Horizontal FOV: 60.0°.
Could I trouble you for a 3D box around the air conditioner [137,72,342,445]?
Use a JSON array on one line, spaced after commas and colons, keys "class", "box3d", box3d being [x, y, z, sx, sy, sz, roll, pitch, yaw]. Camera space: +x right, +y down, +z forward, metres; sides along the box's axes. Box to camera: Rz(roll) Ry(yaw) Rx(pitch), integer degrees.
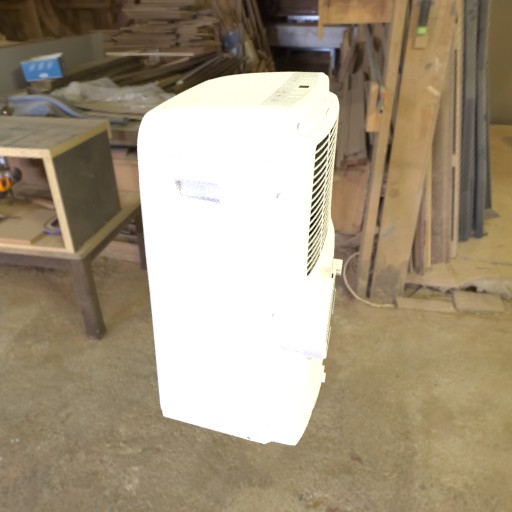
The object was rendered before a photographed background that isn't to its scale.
[{"class": "air conditioner", "box3d": [0.000, 0.000, 0.954, 0.365, 0.700, 0.454, 7, 32, 12]}]
